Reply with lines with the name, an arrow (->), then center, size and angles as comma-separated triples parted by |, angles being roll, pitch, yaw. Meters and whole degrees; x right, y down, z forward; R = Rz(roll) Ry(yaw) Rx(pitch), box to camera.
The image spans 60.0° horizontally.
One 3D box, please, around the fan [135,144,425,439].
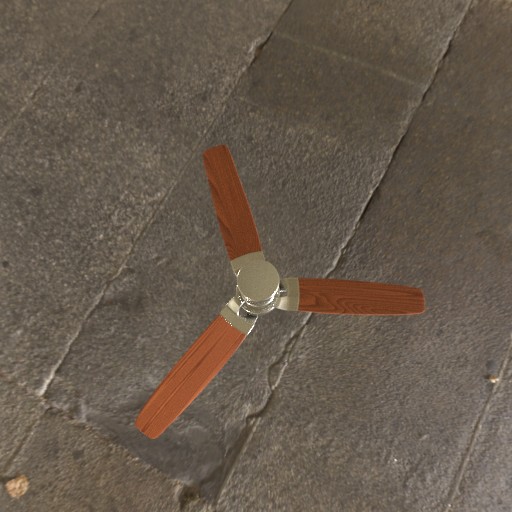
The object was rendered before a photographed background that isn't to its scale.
fan -> 0.000, 0.000, 2.029 | 1.416, 0.410, 1.271 | -16, 75, -4
